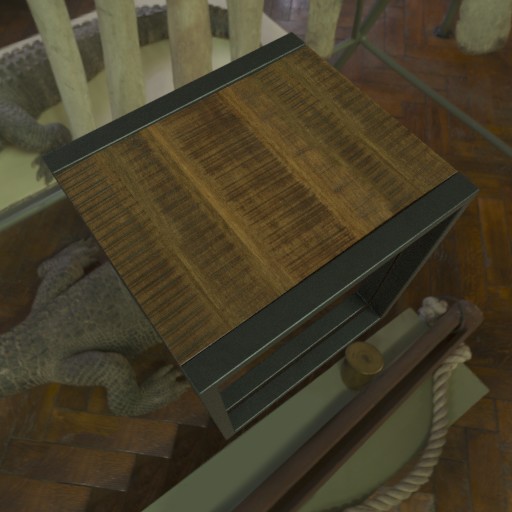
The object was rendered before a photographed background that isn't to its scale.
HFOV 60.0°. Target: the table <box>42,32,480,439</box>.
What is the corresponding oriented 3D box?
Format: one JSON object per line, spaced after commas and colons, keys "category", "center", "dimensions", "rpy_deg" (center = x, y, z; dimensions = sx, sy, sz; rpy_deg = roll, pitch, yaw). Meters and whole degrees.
{"category": "table", "center": [0.000, 0.000, 0.916], "dimensions": [0.500, 0.550, 0.449], "rpy_deg": [-33, 67, -16]}
